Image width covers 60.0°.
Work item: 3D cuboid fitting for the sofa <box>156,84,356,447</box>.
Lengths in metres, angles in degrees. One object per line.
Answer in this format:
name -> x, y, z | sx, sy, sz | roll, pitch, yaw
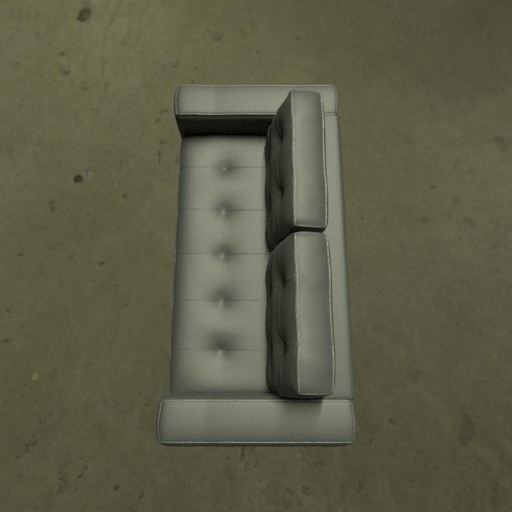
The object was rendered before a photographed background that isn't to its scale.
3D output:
sofa -> 0.000, 0.000, 2.200 | 0.833, 0.892, 1.726 | 0, 75, 0
